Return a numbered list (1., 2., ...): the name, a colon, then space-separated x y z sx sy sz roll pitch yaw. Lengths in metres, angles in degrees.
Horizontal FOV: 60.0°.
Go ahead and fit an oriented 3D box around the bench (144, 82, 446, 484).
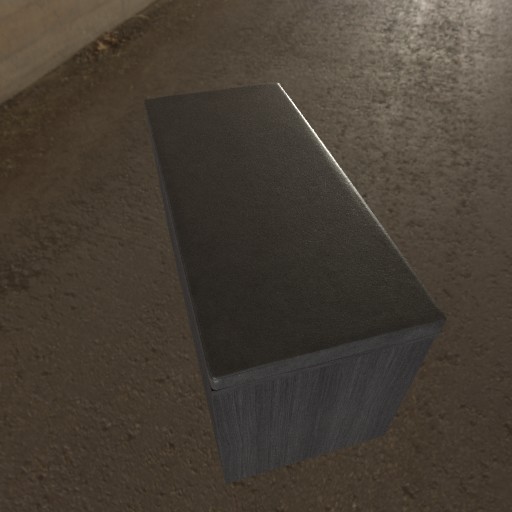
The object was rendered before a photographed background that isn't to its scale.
1. bench: 0.000 0.000 1.164 0.401 0.501 0.905 -12 47 -11
